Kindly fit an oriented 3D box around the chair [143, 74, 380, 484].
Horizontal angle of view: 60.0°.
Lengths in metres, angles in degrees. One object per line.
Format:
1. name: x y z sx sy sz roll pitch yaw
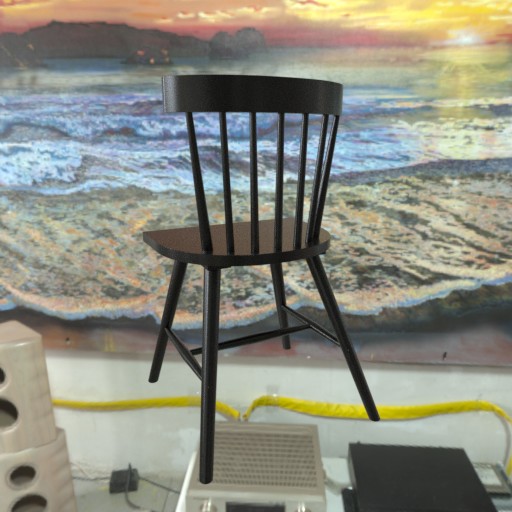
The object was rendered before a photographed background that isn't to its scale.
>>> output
1. chair: 0.000 0.000 1.156 0.506 0.844 0.483 -8 17 -26
